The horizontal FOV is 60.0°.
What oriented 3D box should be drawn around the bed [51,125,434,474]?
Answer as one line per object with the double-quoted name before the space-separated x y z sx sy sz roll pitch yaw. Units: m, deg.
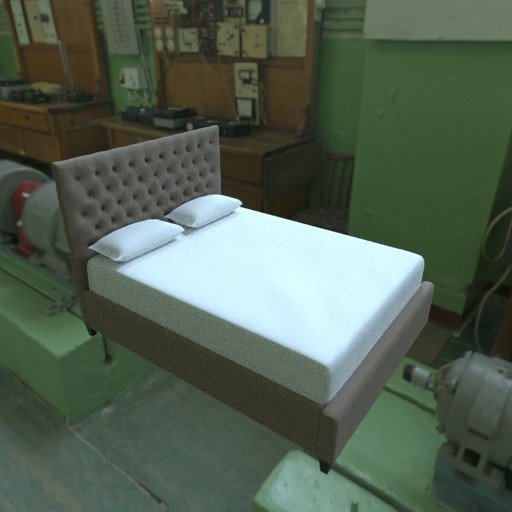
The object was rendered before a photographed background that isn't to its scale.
"bed" 0.000 0.000 3.304 2.233 1.426 1.696 18 32 32
